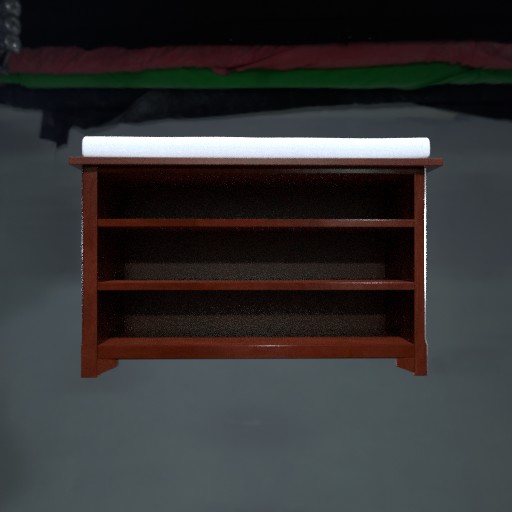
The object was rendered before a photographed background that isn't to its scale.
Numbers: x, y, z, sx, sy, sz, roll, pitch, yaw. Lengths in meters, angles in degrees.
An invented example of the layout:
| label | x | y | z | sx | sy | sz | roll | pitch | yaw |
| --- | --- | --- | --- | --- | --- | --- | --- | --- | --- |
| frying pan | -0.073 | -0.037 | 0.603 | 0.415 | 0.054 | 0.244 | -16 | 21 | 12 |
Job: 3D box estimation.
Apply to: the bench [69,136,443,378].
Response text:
| label | x | y | z | sx | sy | sz | roll | pitch | yaw |
| --- | --- | --- | --- | --- | --- | --- | --- | --- | --- |
| bench | 0.000 | 0.000 | 1.354 | 0.987 | 0.646 | 0.369 | 0 | 0 | -1 |
